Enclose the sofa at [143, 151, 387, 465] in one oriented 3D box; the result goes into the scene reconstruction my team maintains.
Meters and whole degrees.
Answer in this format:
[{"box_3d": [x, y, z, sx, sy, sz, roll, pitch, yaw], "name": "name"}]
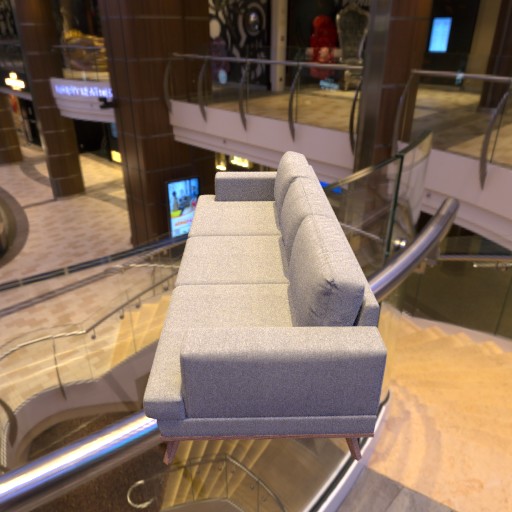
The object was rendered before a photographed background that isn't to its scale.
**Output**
[{"box_3d": [0.000, 0.000, 2.687, 0.920, 0.810, 2.310, -1, 27, -1], "name": "sofa"}]
